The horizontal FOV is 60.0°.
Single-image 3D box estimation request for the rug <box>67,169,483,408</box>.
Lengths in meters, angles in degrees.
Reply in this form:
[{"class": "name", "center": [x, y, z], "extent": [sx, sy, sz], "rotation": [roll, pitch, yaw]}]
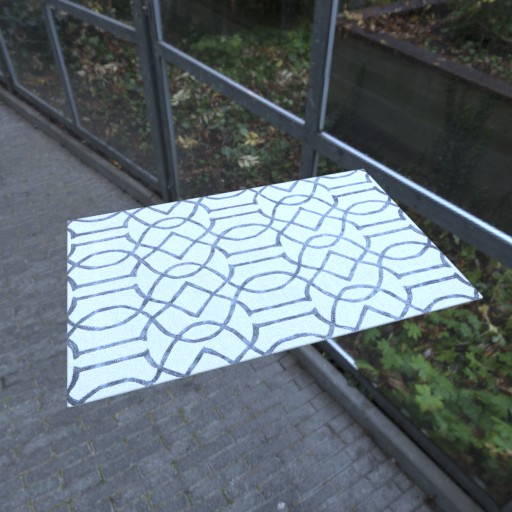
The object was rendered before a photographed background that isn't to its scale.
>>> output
[{"class": "rug", "center": [0.000, 0.000, 2.912], "extent": [2.365, 0.017, 1.521], "rotation": [-12, 44, -13]}]
